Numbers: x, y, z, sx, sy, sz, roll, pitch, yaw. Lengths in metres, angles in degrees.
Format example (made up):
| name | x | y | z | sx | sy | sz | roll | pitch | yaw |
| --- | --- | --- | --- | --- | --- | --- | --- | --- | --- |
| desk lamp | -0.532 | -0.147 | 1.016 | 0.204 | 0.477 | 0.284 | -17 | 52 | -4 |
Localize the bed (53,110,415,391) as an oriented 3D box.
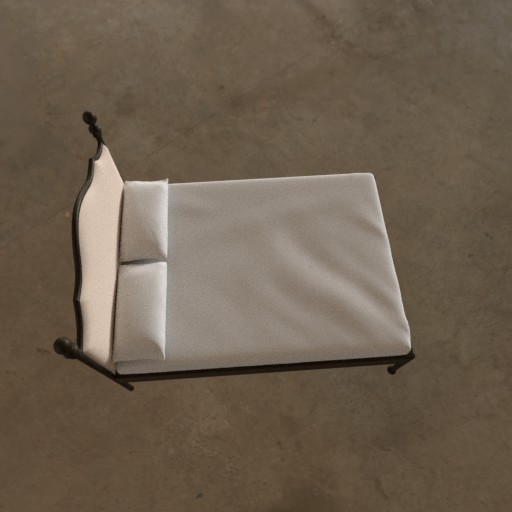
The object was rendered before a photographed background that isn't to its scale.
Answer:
| name | x | y | z | sx | sy | sz | roll | pitch | yaw |
| --- | --- | --- | --- | --- | --- | --- | --- | --- | --- |
| bed | 0.000 | 0.000 | 3.307 | 2.224 | 1.499 | 1.642 | -4 | 65 | -2 |
